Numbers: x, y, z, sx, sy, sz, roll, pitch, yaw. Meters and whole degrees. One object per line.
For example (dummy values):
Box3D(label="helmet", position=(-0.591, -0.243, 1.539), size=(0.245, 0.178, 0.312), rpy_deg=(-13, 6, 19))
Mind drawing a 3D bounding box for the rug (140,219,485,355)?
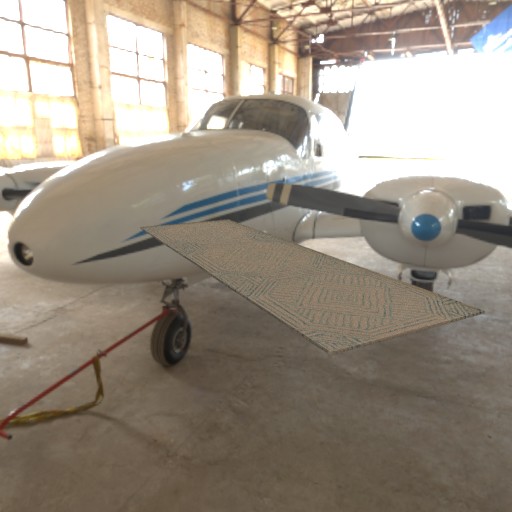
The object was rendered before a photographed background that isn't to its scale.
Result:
Box3D(label="rug", position=(0.000, 0.000, 2.642), size=(0.775, 0.012, 2.452), rpy_deg=(-8, 16, -27))
